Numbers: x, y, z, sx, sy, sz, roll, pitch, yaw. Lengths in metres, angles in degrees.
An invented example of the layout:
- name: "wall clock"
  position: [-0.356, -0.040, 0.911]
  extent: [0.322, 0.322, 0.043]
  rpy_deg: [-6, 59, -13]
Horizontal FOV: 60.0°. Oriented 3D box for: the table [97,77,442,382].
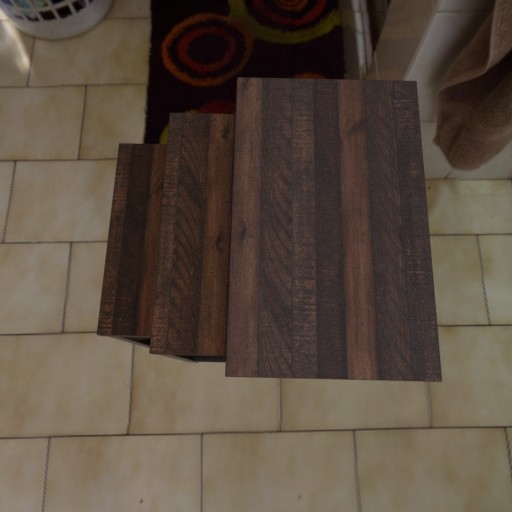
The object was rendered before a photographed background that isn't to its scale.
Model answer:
- name: "table"
  position: [0.000, 0.000, 1.146]
  extent: [0.660, 0.616, 0.608]
  rpy_deg: [1, 75, 0]
